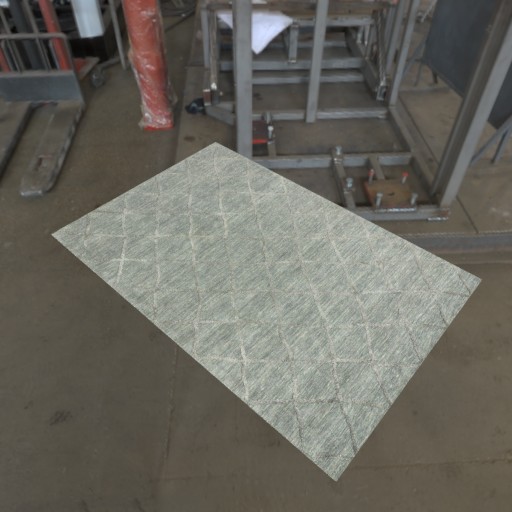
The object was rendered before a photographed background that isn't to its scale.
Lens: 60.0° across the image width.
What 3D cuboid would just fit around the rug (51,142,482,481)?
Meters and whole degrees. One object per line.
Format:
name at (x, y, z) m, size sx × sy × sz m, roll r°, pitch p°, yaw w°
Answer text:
rug at (0.000, 0.000, 2.802) m, size 2.283 × 0.006 × 1.521 m, roll 33°, pitch 54°, yaw 28°
